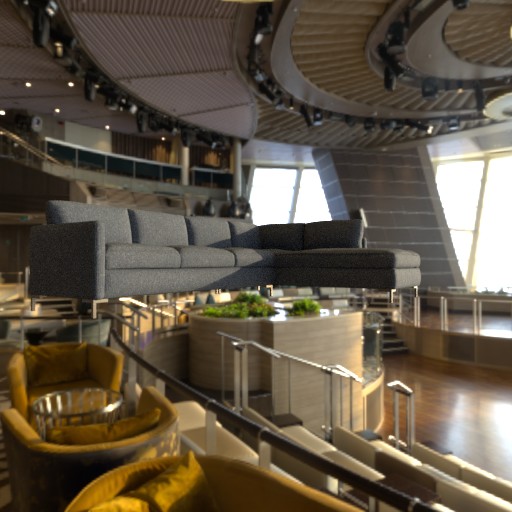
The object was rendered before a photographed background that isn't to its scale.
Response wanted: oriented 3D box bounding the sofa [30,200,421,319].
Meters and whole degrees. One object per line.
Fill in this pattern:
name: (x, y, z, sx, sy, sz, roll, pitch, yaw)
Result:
sofa: (0.000, 0.000, 3.823, 2.007, 0.815, 2.949, -1, -1, 35)
